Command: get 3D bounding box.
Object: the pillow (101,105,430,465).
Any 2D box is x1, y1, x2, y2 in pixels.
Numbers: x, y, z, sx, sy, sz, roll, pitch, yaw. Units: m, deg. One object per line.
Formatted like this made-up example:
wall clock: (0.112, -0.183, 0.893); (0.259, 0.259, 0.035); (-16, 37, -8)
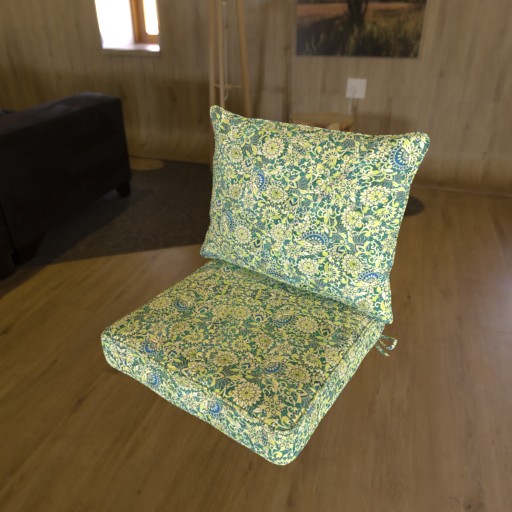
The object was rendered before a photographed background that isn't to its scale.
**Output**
pillow: (0.000, 0.000, 1.342); (0.798, 0.722, 0.740); (19, 34, 30)
